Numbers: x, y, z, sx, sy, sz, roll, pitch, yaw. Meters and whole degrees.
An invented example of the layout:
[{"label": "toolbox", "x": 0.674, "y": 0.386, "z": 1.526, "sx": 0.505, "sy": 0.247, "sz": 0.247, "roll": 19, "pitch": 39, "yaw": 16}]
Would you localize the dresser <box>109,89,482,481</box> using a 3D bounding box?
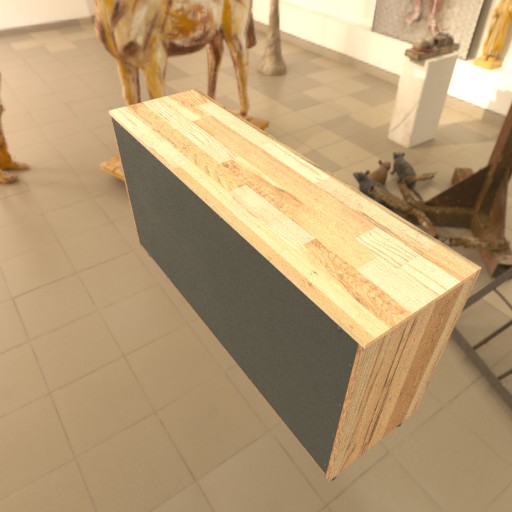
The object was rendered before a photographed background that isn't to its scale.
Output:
[{"label": "dresser", "x": 0.000, "y": 0.000, "z": 1.855, "sx": 0.487, "sy": 0.834, "sz": 1.547, "roll": -25, "pitch": 47, "yaw": -26}]
